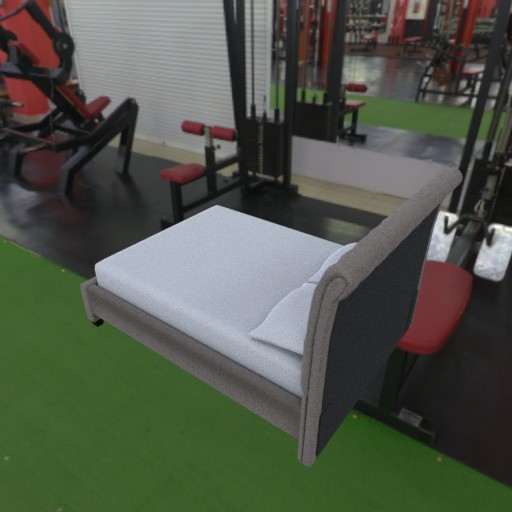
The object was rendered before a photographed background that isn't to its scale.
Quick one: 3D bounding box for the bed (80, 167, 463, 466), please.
[{"bbox_3d":[0.000,0.000,3.316,2.252,1.371,1.645,21,36,31],"label":"bed"}]
